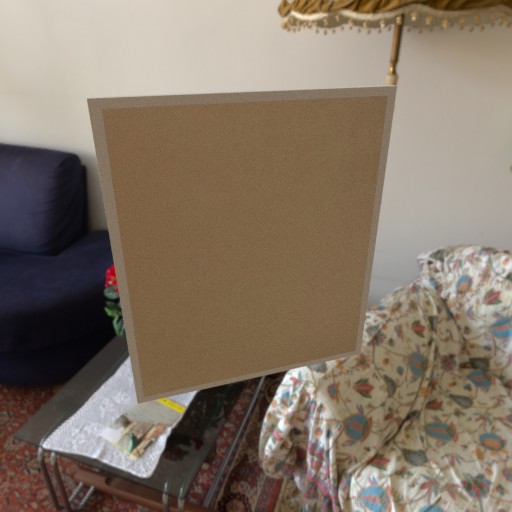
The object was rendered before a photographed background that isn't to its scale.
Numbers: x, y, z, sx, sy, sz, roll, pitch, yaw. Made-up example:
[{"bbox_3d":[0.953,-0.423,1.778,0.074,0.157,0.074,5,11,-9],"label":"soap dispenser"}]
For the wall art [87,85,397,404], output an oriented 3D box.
[{"bbox_3d":[0.000,0.000,0.793,0.482,0.557,0.012,-8,28,-16],"label":"wall art"}]
